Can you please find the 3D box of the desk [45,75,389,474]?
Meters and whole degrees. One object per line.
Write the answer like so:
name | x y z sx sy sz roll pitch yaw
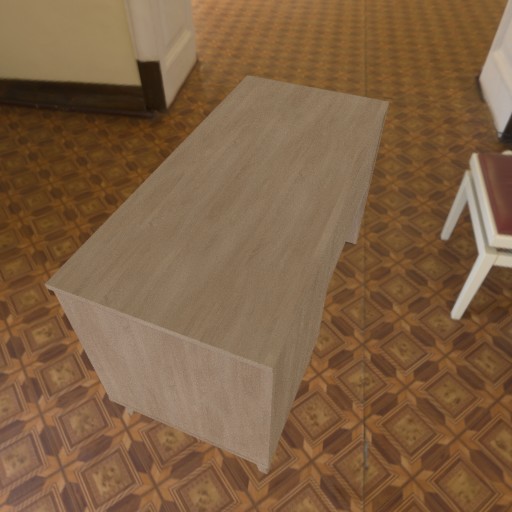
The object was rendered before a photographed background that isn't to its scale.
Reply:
desk | 0.000 0.000 1.682 0.600 0.770 1.251 17 49 15
